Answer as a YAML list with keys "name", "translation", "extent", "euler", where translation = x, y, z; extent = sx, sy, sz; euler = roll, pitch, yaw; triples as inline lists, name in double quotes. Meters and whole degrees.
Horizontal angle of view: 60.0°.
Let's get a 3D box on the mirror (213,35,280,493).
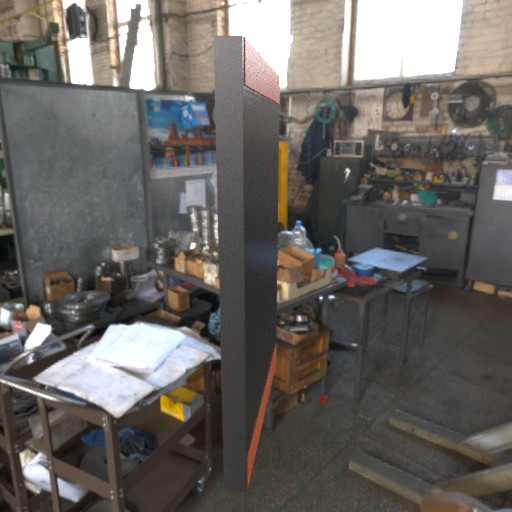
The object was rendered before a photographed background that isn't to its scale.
- name: "mirror"
  translation: [0.000, 0.000, 1.015]
  extent: [0.047, 0.823, 0.525]
  euler: [2, 16, 9]
